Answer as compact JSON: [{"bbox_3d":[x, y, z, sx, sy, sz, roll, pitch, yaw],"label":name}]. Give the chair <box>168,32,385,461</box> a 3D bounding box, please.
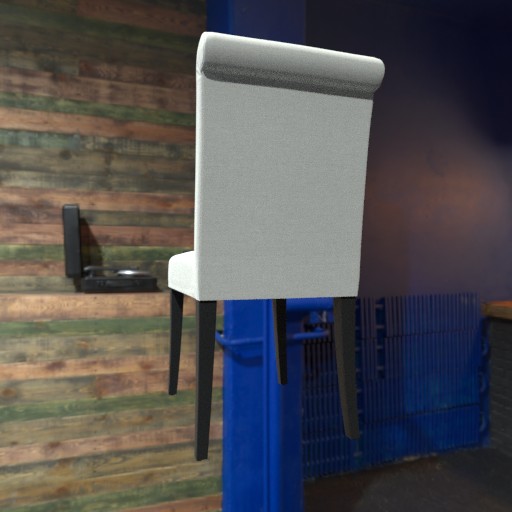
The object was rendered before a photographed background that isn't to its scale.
[{"bbox_3d":[0.000,0.000,1.333,0.452,0.976,0.708,0,0,-17],"label":"chair"}]
